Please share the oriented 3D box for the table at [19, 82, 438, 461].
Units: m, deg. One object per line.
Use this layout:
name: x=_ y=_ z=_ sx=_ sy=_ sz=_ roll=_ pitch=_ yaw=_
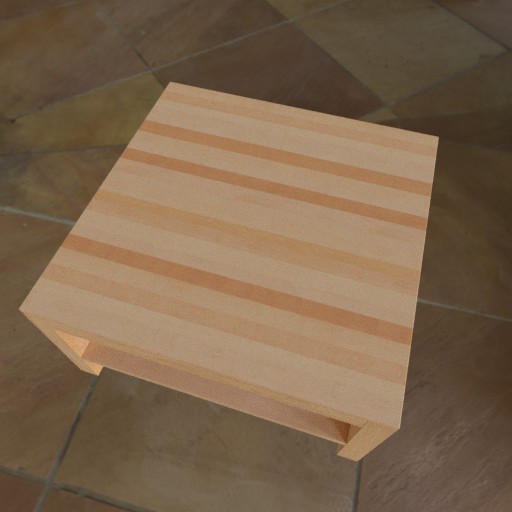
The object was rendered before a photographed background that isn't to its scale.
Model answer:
table: x=0.000 y=0.000 z=1.401 sx=0.900 sy=0.450 sz=0.900 roll=15 pitch=59 yaw=9
